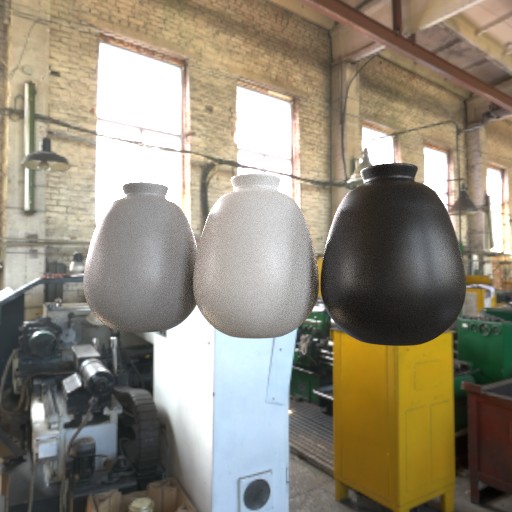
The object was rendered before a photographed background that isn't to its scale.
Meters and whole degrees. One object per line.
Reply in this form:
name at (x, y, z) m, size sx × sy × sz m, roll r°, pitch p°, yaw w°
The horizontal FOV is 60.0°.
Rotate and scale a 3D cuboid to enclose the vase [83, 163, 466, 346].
vase at (0.000, 0.000, 0.346) m, size 0.297 × 0.122 × 0.097 m, roll -1°, pitch -2°, yaw 19°
